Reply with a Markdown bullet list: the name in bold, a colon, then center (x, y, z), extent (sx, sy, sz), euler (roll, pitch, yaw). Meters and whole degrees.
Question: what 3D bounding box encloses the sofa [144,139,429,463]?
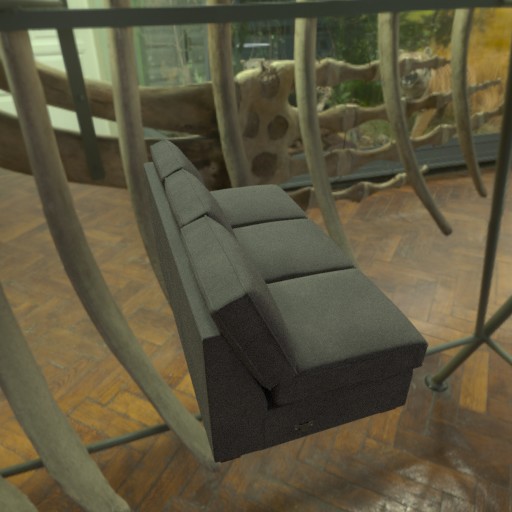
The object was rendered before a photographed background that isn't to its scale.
- **sofa**: center (0.000, 0.000, 2.606), extent (1.027, 0.973, 1.962), euler (-10, 33, -16)
